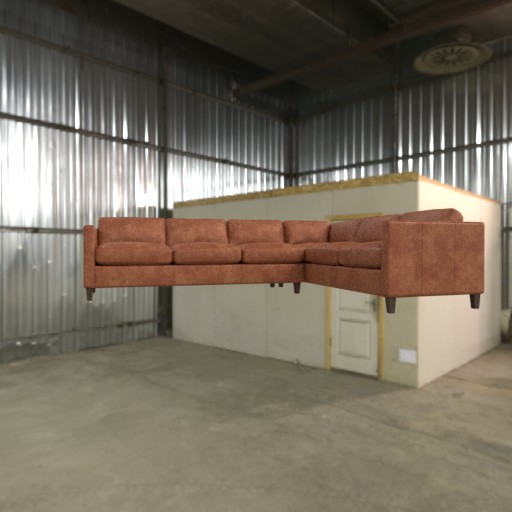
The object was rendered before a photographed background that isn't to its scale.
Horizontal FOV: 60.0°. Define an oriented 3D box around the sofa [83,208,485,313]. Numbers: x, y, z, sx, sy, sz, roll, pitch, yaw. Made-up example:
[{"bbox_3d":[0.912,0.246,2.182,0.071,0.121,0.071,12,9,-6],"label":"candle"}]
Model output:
[{"bbox_3d":[0.000,0.000,4.274,3.167,0.838,2.438,0,1,-18],"label":"sofa"}]
